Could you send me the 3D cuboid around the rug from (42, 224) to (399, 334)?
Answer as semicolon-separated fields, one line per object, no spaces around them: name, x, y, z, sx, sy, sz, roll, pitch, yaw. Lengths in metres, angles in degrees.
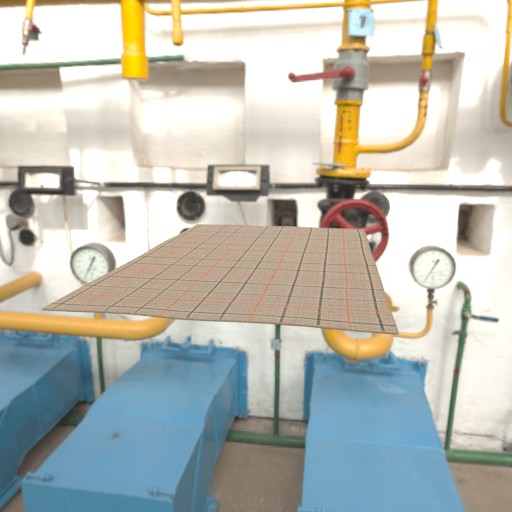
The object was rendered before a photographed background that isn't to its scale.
rug;0.000;0.000;2.344;1.220;0.013;1.829;2;14;10
